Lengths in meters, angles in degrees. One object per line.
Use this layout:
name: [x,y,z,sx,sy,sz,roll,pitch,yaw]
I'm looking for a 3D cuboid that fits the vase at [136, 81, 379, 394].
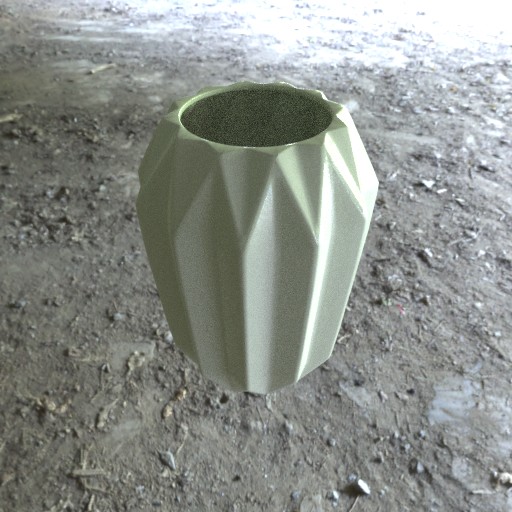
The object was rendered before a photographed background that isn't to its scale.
vase: [0.000,0.000,0.409,0.195,0.275,0.195,0,41,0]
